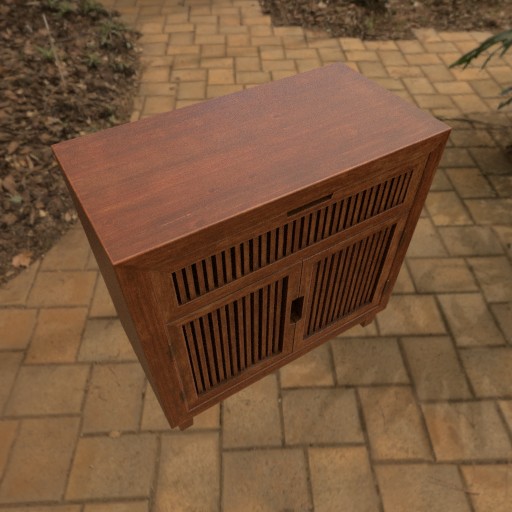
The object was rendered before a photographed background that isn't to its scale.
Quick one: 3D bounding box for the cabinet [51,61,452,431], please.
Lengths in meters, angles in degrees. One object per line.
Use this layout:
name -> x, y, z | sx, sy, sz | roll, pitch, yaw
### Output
cabinet -> 0.000, 0.000, 1.270 | 0.796, 0.785, 0.412 | -24, 52, -21
